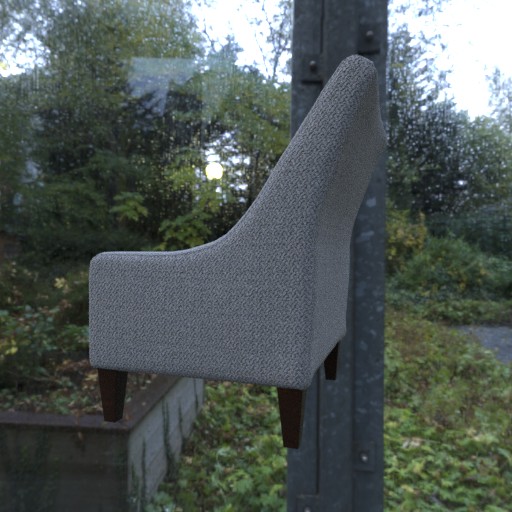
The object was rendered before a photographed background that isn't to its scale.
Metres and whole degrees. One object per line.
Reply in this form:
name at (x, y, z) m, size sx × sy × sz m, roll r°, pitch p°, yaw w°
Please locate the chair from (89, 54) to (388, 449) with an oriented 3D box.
chair at (0.000, 0.000, 1.572) m, size 0.870 × 1.014 × 0.774 m, roll 0°, pitch 1°, yaw 19°
